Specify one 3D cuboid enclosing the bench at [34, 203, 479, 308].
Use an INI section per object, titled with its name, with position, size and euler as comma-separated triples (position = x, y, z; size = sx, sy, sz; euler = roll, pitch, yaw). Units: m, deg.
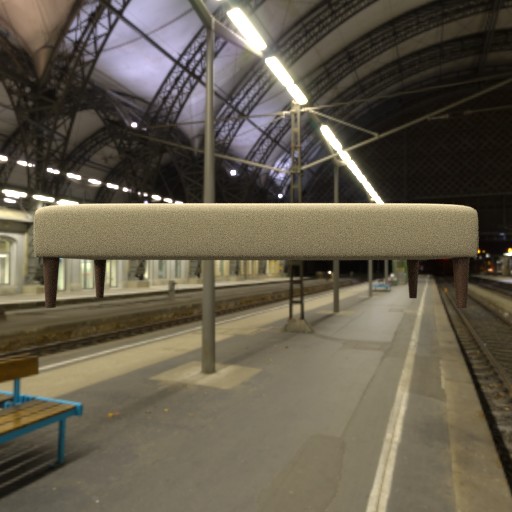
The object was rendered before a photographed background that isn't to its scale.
[bench]
position = 0.000, 0.000, 1.889
size = 1.609, 0.393, 0.646
euler = 0, -2, 0
